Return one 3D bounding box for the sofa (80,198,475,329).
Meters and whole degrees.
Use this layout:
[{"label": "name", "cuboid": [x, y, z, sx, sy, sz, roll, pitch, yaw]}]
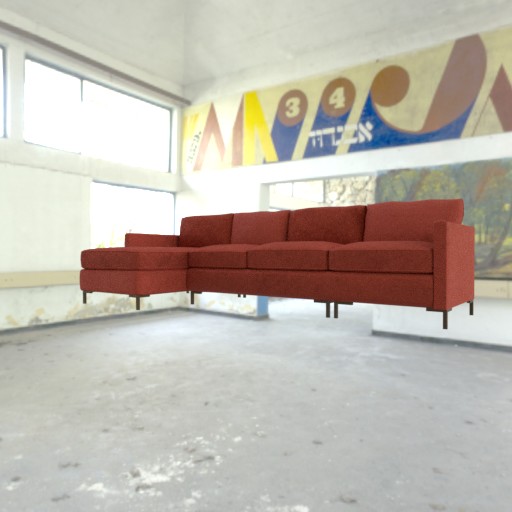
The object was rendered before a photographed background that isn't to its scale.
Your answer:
[{"label": "sofa", "cuboid": [0.000, 0.000, 4.066, 3.400, 0.967, 1.500, 0, 1, 37]}]
